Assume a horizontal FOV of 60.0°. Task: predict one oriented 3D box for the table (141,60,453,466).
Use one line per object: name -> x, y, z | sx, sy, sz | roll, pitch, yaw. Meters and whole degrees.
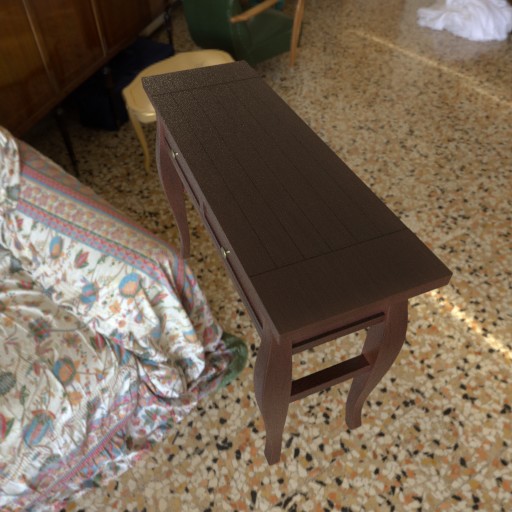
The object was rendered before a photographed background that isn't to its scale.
table -> 0.000, 0.000, 1.395 | 0.373, 0.768, 1.062 | -17, 48, -16
